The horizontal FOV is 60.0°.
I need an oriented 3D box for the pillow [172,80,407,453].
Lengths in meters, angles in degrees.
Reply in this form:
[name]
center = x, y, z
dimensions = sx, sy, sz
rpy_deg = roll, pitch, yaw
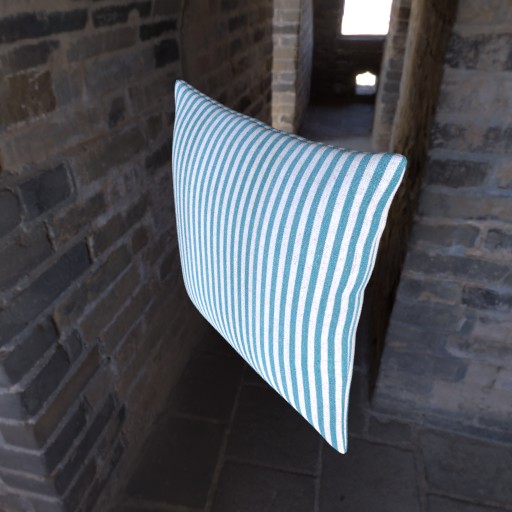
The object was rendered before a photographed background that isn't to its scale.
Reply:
[pillow]
center = 0.000, 0.000, 0.778
dimensions = 0.166, 0.510, 0.523
rpy_deg = -21, 38, -30
